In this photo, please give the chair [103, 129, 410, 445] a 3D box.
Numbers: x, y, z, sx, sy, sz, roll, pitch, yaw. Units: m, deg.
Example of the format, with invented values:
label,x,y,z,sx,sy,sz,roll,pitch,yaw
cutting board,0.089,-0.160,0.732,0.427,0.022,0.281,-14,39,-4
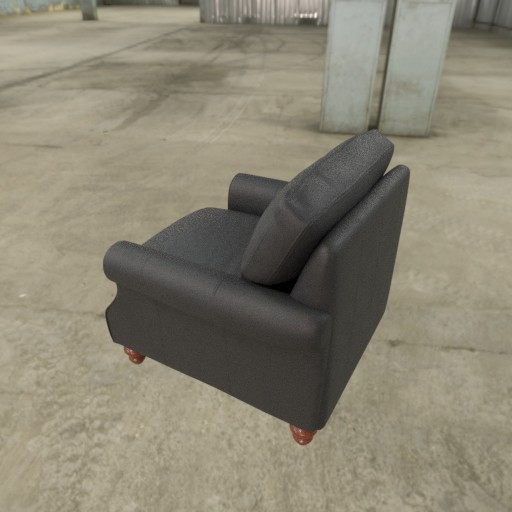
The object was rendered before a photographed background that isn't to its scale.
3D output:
label,x,y,z,sx,sy,sz,roll,pitch,yaw
chair,0.000,0.000,1.811,1.027,0.960,1.015,20,36,30
